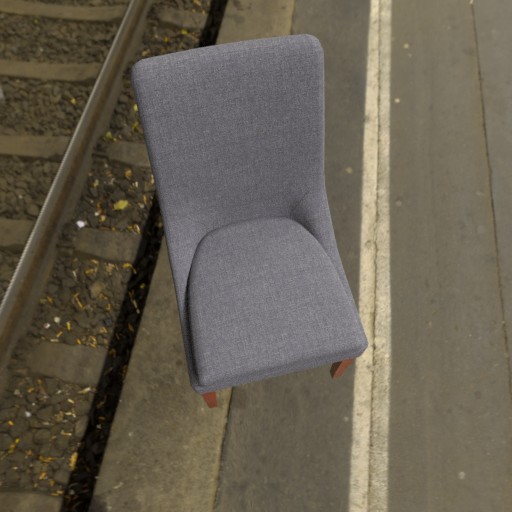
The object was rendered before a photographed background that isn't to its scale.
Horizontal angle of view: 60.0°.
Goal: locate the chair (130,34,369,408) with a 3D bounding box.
[{"bbox_3d":[0.000,0.000,1.303,0.508,0.952,0.655,-12,63,-6],"label":"chair"}]
